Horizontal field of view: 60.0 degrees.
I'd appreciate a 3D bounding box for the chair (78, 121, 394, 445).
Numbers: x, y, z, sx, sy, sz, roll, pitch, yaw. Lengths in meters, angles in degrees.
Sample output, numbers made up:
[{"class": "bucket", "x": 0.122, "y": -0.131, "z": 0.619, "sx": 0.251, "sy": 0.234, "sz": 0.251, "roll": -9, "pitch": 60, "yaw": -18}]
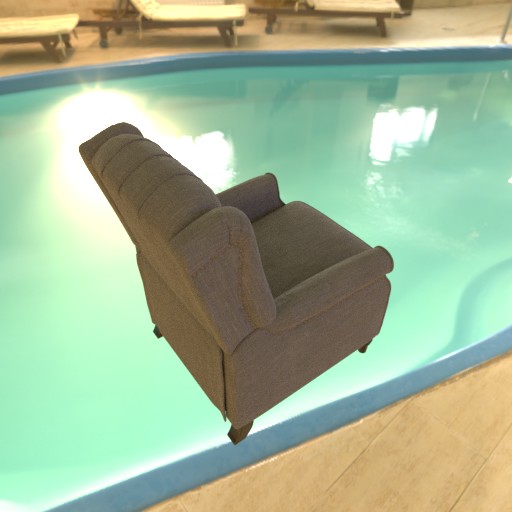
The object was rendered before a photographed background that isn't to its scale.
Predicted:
[{"class": "chair", "x": 0.000, "y": 0.000, "z": 1.645, "sx": 0.898, "sy": 1.035, "sz": 0.742, "roll": -26, "pitch": 47, "yaw": -27}]
